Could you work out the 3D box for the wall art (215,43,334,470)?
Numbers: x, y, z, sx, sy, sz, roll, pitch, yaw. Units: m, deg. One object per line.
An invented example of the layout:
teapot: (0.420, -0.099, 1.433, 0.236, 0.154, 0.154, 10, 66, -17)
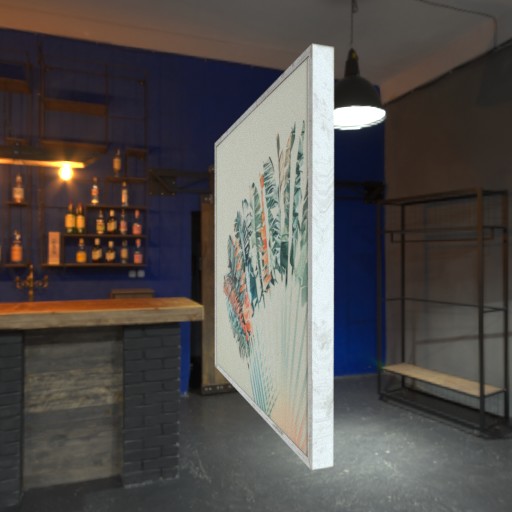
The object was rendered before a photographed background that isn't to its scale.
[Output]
wall art: (0.000, 0.000, 0.770, 0.029, 0.506, 0.508, 0, 1, -18)
